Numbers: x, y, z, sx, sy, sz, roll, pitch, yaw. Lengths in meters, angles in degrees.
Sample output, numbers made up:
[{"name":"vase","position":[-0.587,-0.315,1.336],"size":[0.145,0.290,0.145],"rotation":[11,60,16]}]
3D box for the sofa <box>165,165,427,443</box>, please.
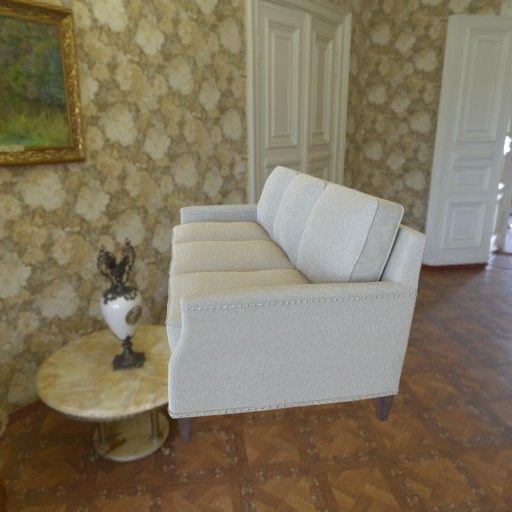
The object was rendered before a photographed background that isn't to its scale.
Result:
[{"name":"sofa","position":[0.000,0.000,2.829],"size":[1.084,1.003,2.246],"rotation":[-3,16,-9]}]
